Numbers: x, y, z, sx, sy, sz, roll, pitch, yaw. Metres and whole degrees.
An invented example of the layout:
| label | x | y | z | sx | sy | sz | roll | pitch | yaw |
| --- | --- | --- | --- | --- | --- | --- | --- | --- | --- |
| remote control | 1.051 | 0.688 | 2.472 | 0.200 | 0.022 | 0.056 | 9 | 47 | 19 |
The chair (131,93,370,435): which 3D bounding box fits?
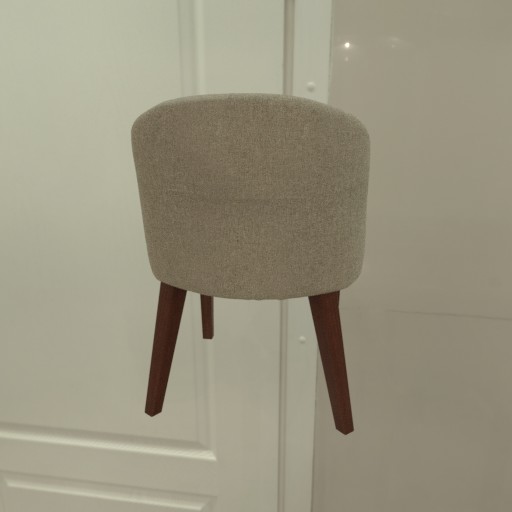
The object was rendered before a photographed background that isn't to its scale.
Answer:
| label | x | y | z | sx | sy | sz | roll | pitch | yaw |
| --- | --- | --- | --- | --- | --- | --- | --- | --- | --- |
| chair | 0.000 | 0.000 | 1.236 | 0.583 | 0.811 | 0.655 | 2 | 16 | 9 |
